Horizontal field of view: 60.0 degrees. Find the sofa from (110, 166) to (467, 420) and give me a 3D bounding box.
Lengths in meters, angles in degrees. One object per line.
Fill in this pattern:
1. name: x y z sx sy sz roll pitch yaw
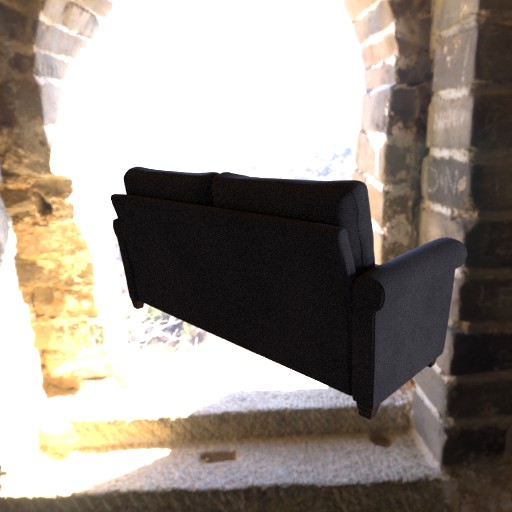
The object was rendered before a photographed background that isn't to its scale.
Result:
1. sofa: 0.000 0.000 2.454 1.935 0.942 0.842 14 19 43
